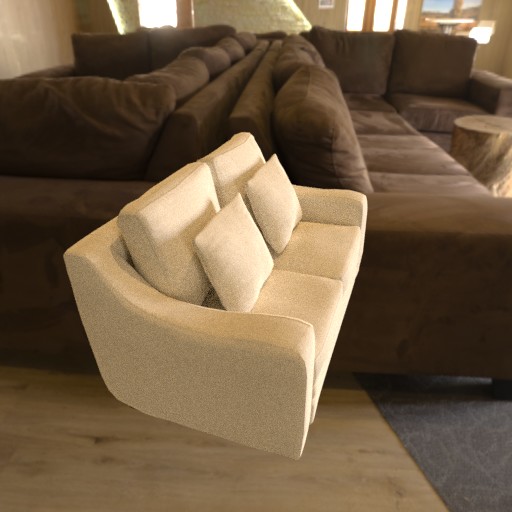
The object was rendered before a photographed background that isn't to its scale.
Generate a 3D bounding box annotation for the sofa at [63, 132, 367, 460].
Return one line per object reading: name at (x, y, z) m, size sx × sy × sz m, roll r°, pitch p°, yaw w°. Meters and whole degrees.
sofa at (0.000, 0.000, 2.458) m, size 1.040 × 1.047 × 1.744 m, roll 10°, pitch 30°, yaw 17°
